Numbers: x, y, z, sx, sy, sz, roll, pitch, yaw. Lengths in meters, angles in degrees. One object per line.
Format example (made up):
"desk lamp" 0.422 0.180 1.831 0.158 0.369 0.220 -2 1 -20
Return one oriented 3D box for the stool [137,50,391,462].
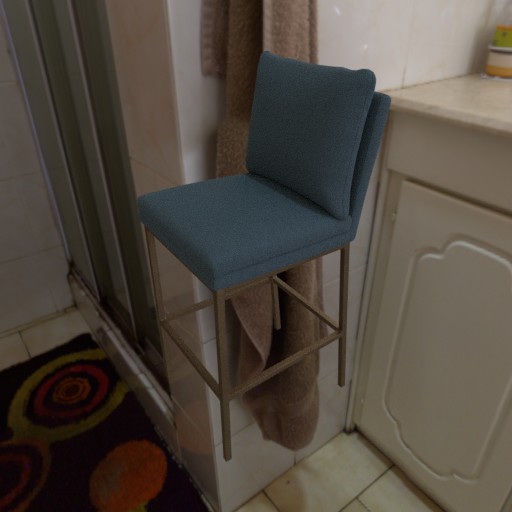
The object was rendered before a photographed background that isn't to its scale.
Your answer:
"stool" 0.000 0.000 1.401 0.568 1.124 0.463 -20 37 -29
